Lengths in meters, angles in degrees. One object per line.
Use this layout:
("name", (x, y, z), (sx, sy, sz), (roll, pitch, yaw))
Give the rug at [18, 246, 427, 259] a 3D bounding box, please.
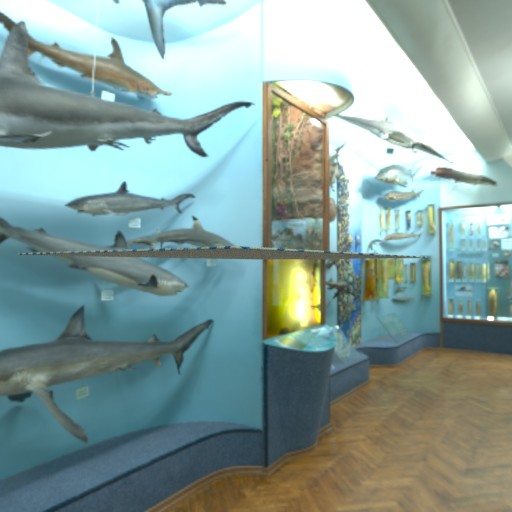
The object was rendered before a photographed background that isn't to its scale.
("rug", (0.000, 0.000, 2.299), (1.225, 0.008, 1.830), (-1, -2, 37))
